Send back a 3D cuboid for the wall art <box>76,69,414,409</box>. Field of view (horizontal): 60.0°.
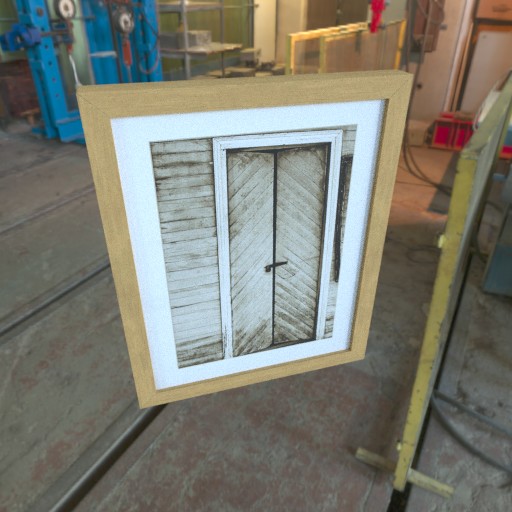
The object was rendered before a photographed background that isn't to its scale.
[{"bbox_3d":[0.000,0.000,0.507,0.312,0.380,0.030,-9,33,-14],"label":"wall art"}]
